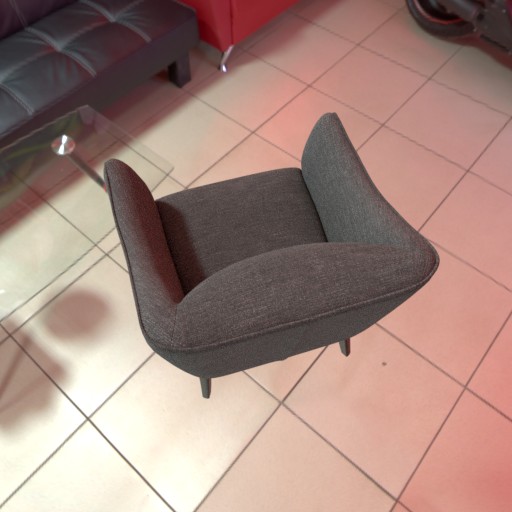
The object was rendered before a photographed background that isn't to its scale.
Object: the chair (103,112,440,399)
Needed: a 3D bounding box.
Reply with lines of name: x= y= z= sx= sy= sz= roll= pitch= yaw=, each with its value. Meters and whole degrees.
chair: x=0.000 y=0.000 z=1.537 sx=0.870 sy=0.829 sz=0.851 roll=-14 pitch=60 yaw=-9
